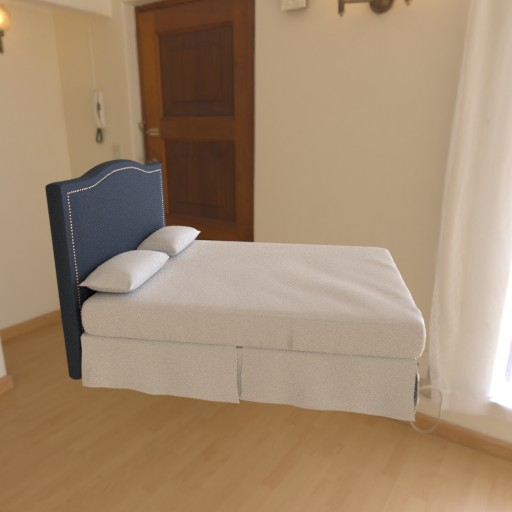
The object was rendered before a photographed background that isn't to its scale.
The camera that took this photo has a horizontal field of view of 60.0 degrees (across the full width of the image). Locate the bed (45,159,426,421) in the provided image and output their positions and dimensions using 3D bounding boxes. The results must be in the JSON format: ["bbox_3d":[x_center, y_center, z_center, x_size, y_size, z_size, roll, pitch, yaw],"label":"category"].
[{"bbox_3d":[0.000,0.000,3.437,2.282,1.436,1.821,3,16,9],"label":"bed"}]
